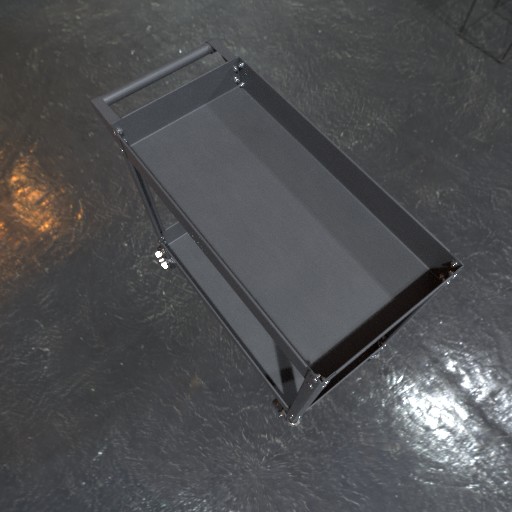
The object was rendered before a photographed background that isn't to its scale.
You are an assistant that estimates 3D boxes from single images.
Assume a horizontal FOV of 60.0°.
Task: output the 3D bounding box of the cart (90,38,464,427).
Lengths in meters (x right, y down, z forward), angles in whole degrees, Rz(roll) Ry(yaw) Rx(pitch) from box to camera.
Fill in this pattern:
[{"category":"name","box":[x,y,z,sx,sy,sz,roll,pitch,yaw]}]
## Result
[{"category":"cart","box":[0.000,0.000,1.186,0.366,0.719,0.779,-35,69,-16]}]
